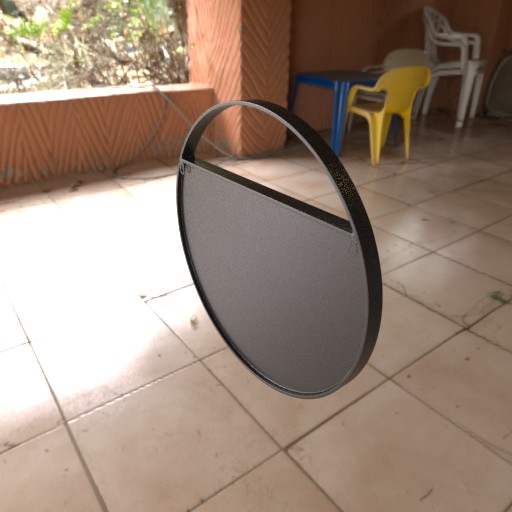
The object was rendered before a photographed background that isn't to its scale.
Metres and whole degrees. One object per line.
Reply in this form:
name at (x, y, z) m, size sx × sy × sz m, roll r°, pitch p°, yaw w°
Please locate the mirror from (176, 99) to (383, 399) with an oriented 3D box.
mirror at (0.000, 0.000, 0.847) m, size 0.032 × 0.565 × 0.565 m, roll -20°, pitch 34°, yaw -33°
